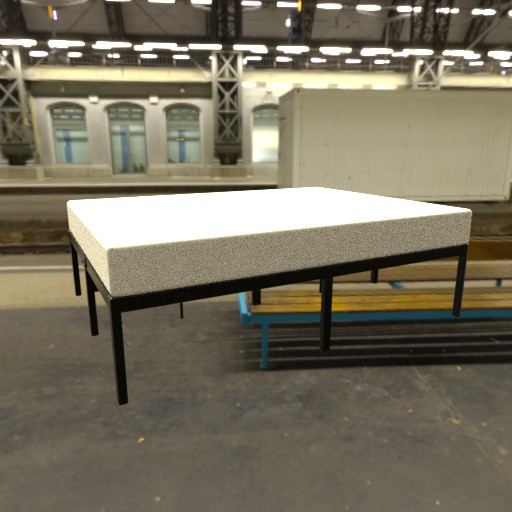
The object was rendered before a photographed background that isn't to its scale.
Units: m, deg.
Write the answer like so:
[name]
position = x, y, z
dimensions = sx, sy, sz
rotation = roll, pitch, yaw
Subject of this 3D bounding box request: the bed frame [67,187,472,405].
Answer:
[bed frame]
position = 0.000, 0.000, 2.834
dimensions = 2.072, 0.659, 1.557
rotation = -7, 16, -27
